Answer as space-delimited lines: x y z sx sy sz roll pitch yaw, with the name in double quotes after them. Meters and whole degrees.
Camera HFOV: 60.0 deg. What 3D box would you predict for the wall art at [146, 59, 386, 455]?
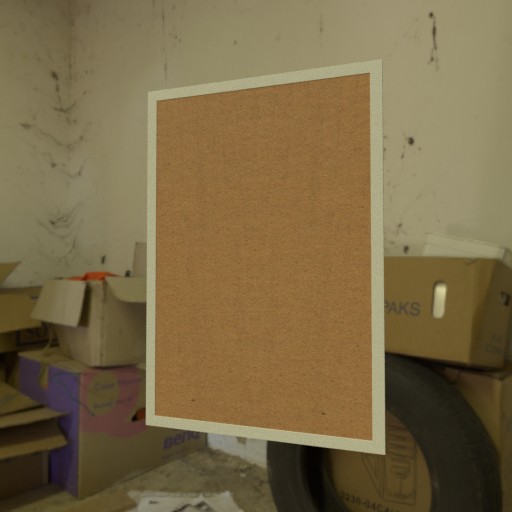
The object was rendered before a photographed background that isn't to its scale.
0.000 0.000 1.190 0.660 0.965 0.015 0 -2 18 "wall art"
